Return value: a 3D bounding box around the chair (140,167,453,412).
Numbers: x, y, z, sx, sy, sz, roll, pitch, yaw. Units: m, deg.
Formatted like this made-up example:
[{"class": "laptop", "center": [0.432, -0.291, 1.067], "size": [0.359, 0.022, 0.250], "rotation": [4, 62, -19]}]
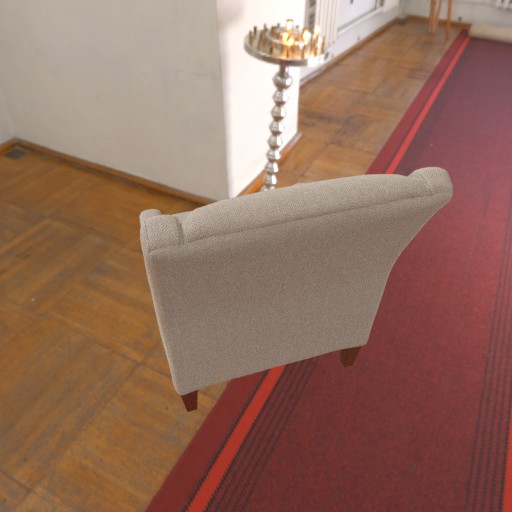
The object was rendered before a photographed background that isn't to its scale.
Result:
[{"class": "chair", "center": [0.000, 0.000, 1.609], "size": [0.774, 1.014, 0.870], "rotation": [-12, 43, -13]}]
